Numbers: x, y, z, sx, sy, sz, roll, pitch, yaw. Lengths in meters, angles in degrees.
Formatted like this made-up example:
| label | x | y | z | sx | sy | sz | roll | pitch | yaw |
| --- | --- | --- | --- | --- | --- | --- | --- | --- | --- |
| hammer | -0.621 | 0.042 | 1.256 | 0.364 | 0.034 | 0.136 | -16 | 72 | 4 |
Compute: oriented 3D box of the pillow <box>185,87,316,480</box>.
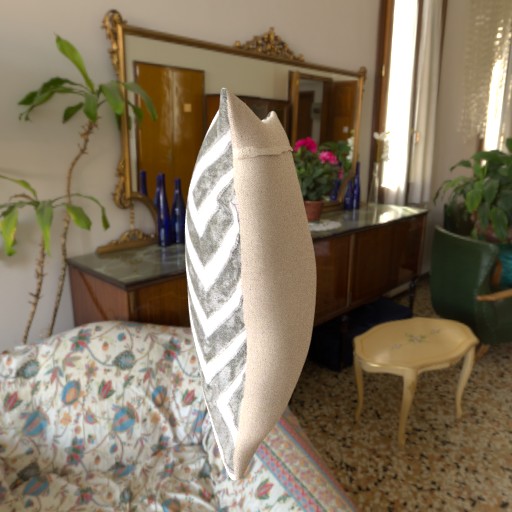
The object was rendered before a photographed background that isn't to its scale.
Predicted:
| label | x | y | z | sx | sy | sz | roll | pitch | yaw |
| --- | --- | --- | --- | --- | --- | --- | --- | --- | --- |
| pillow | 0.000 | 0.000 | 0.665 | 0.182 | 0.441 | 0.440 | 2 | 14 | 8 |
